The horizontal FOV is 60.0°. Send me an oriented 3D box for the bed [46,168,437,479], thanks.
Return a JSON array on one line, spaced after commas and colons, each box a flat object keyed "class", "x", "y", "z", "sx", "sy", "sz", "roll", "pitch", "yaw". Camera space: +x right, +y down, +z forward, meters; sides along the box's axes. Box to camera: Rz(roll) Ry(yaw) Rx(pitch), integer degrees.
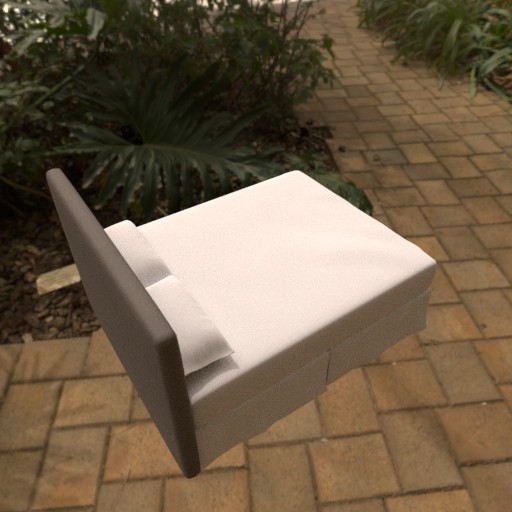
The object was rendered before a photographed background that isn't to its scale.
[{"class": "bed", "x": 0.000, "y": 0.000, "z": 3.130, "sx": 2.142, "sy": 1.330, "sz": 1.723, "roll": -24, "pitch": 46, "yaw": -26}]
